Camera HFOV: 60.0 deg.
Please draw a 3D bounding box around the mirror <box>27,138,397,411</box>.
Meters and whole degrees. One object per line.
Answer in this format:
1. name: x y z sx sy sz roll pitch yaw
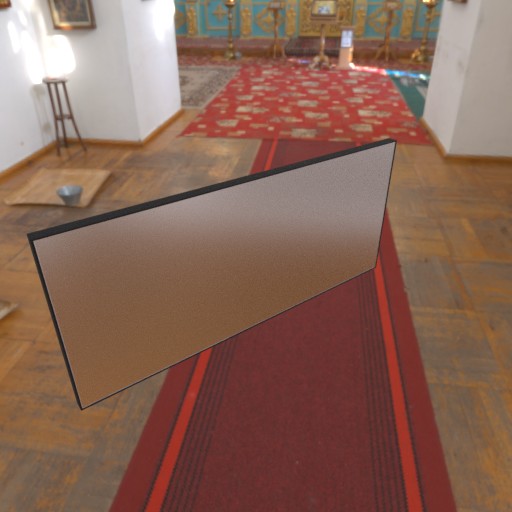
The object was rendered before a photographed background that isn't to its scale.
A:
1. mirror: 0.000 0.000 1.818 1.584 0.692 0.047 -21 37 -31
